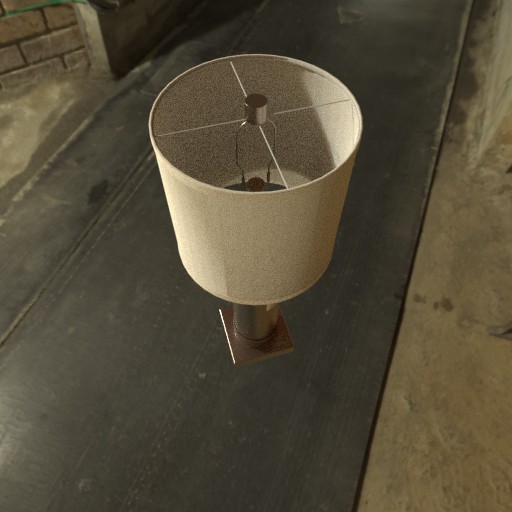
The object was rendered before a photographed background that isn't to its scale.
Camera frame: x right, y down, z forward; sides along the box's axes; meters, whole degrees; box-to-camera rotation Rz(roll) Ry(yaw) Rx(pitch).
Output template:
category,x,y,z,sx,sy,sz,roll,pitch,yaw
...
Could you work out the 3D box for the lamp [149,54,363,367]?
category,x,y,z,sx,sy,sz,roll,pitch,yaw
lamp,0.000,0.000,0.619,0.202,0.509,0.202,-14,57,-9
